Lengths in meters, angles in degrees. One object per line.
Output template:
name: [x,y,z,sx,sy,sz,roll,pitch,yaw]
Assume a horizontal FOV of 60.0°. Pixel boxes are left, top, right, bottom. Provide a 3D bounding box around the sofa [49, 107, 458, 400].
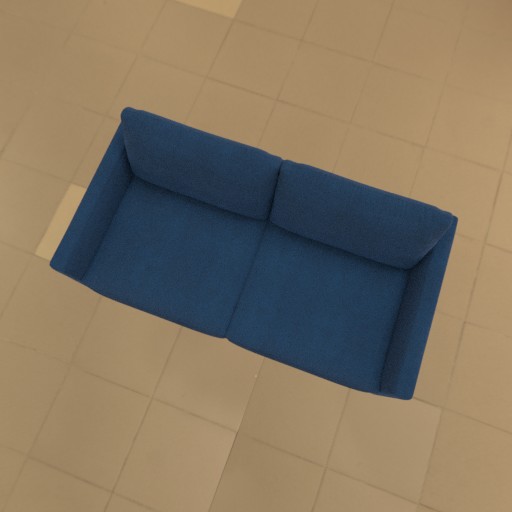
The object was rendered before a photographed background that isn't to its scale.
sofa: [0.000,0.000,2.174,1.676,0.817,0.875,19,76,5]
